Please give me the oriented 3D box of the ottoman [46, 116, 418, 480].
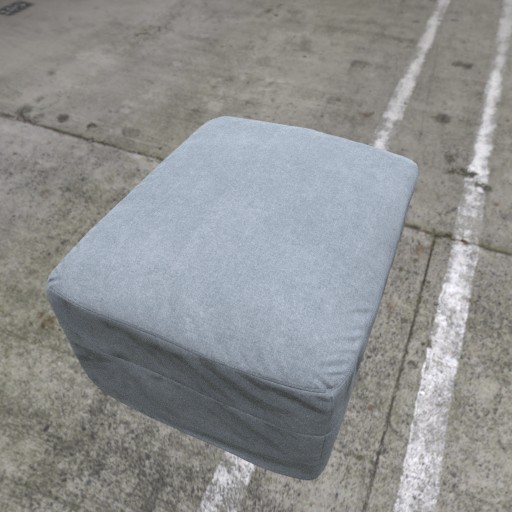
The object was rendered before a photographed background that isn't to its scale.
[{"bbox_3d":[0.000,0.000,1.189,0.683,0.481,0.837,17,48,16],"label":"ottoman"}]
